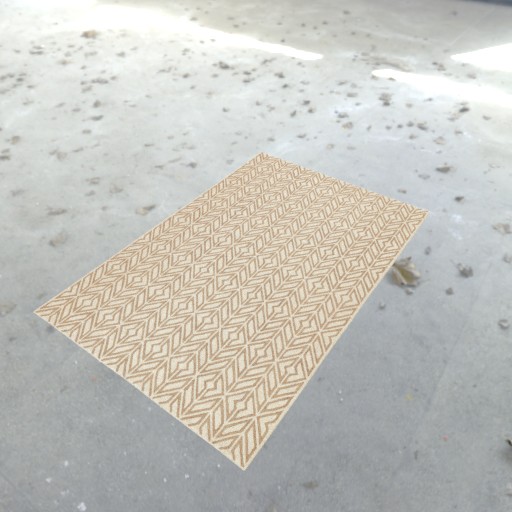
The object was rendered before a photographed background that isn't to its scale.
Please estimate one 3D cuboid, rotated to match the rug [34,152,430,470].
[{"bbox_3d":[0.000,0.000,2.333,1.220,0.007,1.828,26,48,26],"label":"rug"}]
